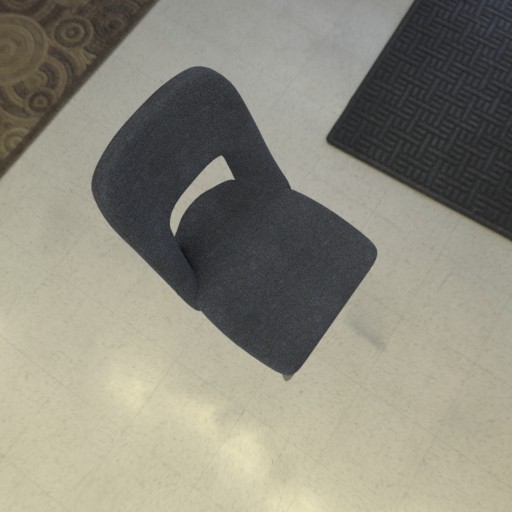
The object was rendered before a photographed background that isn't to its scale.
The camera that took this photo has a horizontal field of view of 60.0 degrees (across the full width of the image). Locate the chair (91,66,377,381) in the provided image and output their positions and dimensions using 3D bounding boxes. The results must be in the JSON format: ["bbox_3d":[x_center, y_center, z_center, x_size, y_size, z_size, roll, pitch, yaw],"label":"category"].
[{"bbox_3d":[0.000,0.000,1.286,0.612,0.931,0.470,36,78,9],"label":"chair"}]
